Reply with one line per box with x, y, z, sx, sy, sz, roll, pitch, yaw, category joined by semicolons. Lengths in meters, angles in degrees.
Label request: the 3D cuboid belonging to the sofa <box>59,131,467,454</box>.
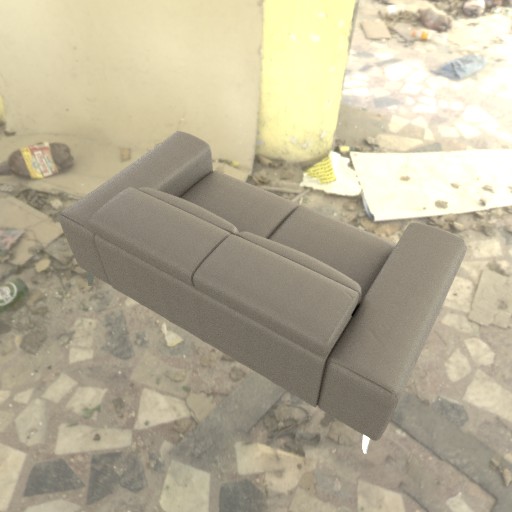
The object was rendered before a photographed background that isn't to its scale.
0.000;0.000;2.449;1.930;0.753;1.024;25;52;22;sofa
